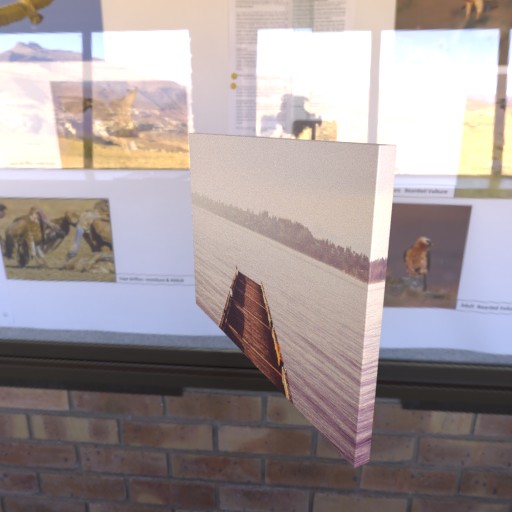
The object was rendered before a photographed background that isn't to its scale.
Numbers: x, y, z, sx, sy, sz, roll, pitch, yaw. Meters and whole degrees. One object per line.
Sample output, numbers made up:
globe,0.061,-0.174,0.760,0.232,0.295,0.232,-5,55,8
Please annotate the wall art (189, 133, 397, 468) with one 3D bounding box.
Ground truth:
wall art,0.000,0.000,1.169,0.037,0.609,0.916,-8,19,-26
